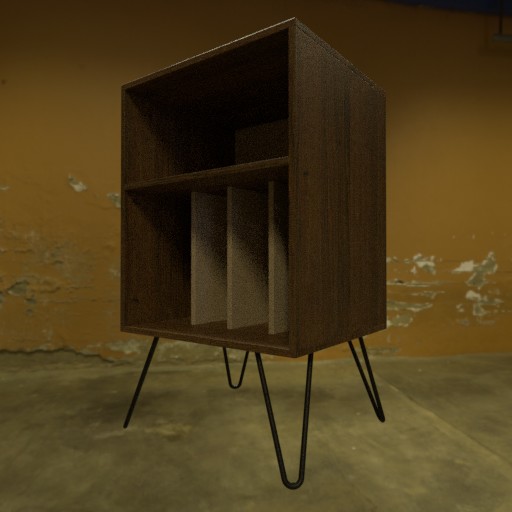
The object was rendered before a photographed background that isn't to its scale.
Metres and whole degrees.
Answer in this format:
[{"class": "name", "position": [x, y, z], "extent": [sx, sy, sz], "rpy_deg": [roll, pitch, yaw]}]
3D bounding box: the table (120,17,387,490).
[{"class": "table", "position": [0.000, 0.000, 1.141], "extent": [0.526, 0.866, 0.457], "rpy_deg": [-1, -1, 37]}]
